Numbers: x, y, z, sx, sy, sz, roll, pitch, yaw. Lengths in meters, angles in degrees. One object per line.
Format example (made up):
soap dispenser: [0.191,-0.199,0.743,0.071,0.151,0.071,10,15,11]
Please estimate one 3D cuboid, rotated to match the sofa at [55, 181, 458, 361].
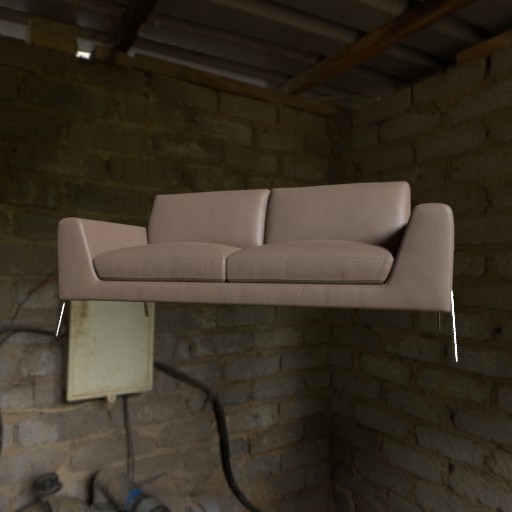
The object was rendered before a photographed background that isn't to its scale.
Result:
sofa: [0.000,0.000,2.545,2.017,0.875,0.953,0,-1,18]
